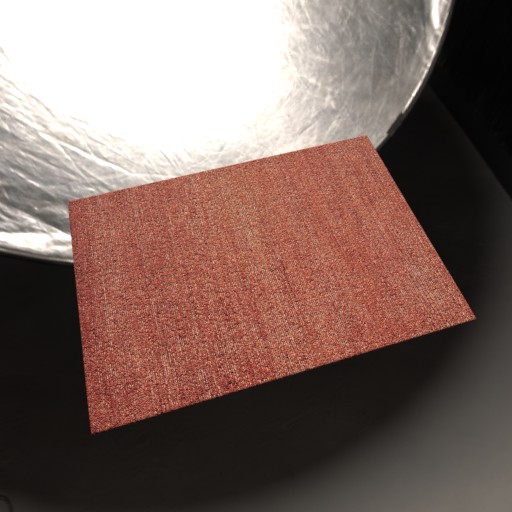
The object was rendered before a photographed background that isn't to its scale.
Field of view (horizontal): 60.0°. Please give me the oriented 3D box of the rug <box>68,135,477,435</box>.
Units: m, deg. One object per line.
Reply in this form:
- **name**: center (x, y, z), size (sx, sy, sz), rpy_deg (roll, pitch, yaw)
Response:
- **rug**: center (0.000, 0.000, 5.012), size (3.965, 0.025, 2.803), rpy_deg (-14, 60, -8)
